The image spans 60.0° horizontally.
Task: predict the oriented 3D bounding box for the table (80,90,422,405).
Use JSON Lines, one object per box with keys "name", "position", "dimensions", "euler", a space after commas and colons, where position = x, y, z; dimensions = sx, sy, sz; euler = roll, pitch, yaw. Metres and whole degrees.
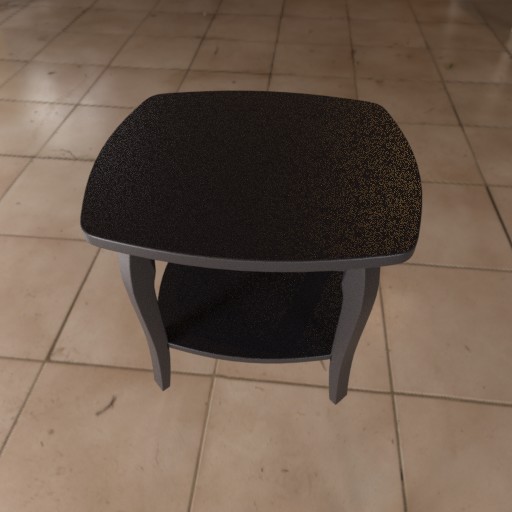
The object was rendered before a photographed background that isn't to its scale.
{"name": "table", "position": [0.000, 0.000, 0.870], "dimensions": [0.508, 0.457, 0.457], "euler": [3, 46, 3]}
